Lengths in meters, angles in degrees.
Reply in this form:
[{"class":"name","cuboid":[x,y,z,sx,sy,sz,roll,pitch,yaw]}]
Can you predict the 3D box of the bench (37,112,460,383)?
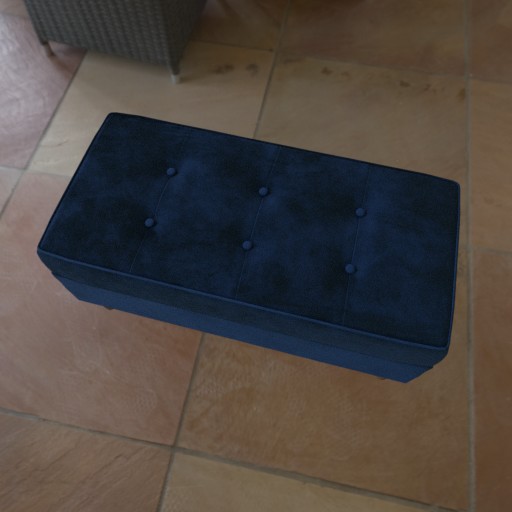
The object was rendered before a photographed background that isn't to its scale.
[{"class":"bench","cuboid":[0.000,0.000,1.312,1.010,0.467,0.489,13,65,6]}]
